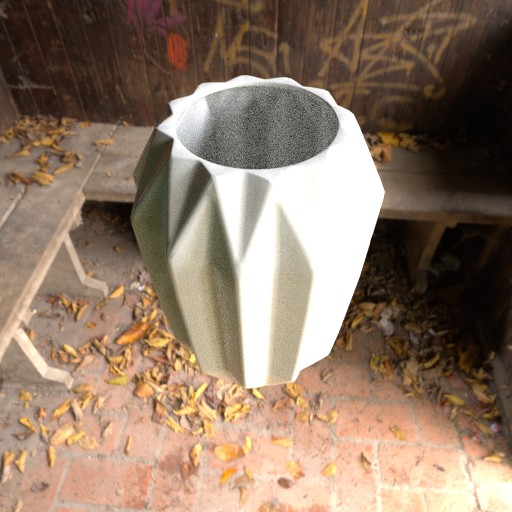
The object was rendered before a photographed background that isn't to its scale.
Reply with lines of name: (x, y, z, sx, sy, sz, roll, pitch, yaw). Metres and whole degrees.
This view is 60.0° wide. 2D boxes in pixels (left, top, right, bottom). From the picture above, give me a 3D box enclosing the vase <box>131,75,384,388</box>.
vase: (0.000, 0.000, 0.401, 0.195, 0.275, 0.195, 0, 48, 0)
